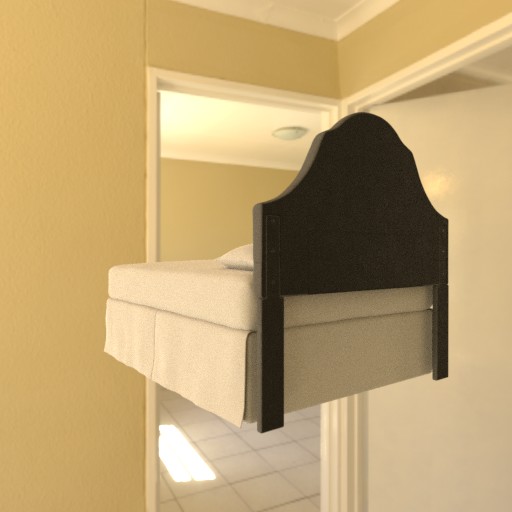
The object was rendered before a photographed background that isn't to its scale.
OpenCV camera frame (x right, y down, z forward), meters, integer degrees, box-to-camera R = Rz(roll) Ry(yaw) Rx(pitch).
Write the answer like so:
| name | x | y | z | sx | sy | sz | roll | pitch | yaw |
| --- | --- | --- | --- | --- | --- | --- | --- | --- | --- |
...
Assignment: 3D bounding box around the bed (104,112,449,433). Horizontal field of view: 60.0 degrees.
| name | x | y | z | sx | sy | sz | roll | pitch | yaw |
| --- | --- | --- | --- | --- | --- | --- | --- | --- | --- |
| bed | 0.000 | 0.000 | 3.291 | 1.636 | 1.575 | 2.155 | 0 | 0 | -36 |
